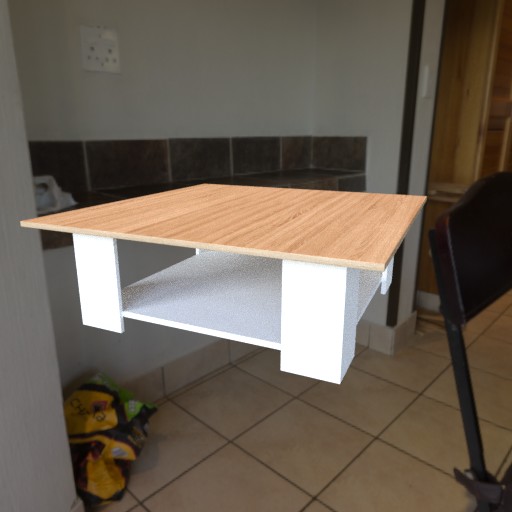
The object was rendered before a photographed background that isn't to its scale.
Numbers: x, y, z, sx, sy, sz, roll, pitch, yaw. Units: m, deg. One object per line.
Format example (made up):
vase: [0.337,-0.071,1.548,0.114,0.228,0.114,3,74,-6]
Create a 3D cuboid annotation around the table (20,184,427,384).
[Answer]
table: [0.000,0.000,1.360,0.890,0.305,0.890,7,17,24]
